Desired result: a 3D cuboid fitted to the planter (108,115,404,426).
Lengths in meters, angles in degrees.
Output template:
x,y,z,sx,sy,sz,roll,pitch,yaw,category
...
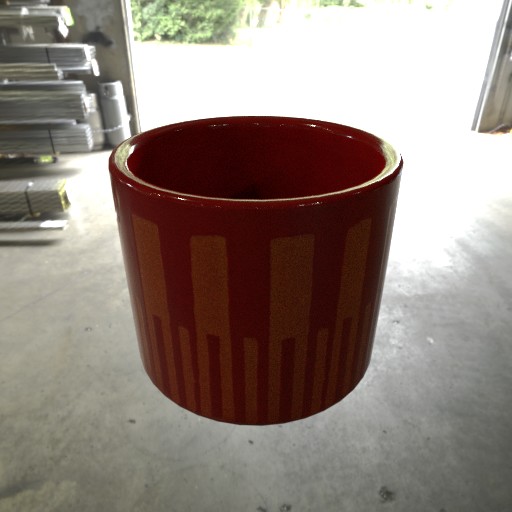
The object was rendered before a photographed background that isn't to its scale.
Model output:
x,y,z,sx,sy,sz,roll,pitch,yaw,category
0.000,0.000,0.405,0.230,0.202,0.230,0,30,0,planter
